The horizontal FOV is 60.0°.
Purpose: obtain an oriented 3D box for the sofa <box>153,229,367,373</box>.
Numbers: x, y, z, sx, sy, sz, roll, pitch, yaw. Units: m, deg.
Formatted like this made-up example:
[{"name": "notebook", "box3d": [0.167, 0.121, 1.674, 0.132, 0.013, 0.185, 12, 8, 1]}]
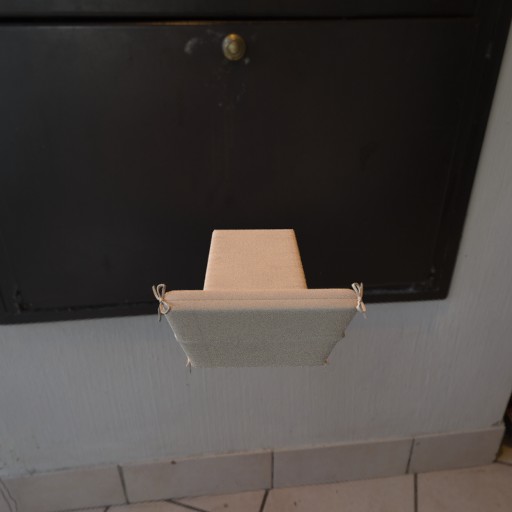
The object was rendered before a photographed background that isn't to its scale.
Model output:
[{"name": "sofa", "box3d": [0.000, 0.000, 1.985, 0.582, 0.622, 1.663, -1, 28, -1]}]
